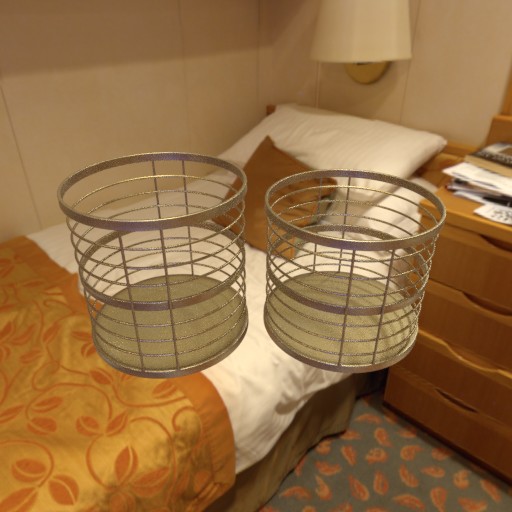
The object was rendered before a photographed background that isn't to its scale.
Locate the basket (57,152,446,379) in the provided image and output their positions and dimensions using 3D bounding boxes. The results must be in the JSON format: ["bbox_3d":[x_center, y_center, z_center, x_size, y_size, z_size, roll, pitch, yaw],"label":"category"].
[{"bbox_3d":[0.000,0.000,0.953,0.746,0.351,0.356,-1,31,-2],"label":"basket"}]
